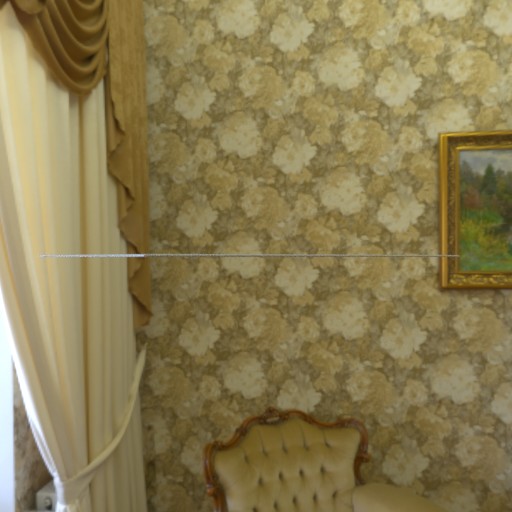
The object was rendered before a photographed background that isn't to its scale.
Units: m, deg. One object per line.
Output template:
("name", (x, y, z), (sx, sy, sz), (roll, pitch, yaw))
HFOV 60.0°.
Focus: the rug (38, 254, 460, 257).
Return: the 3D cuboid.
("rug", (0.000, 0.000, 3.669), (2.878, 0.014, 2.005), (0, 0, -39))
